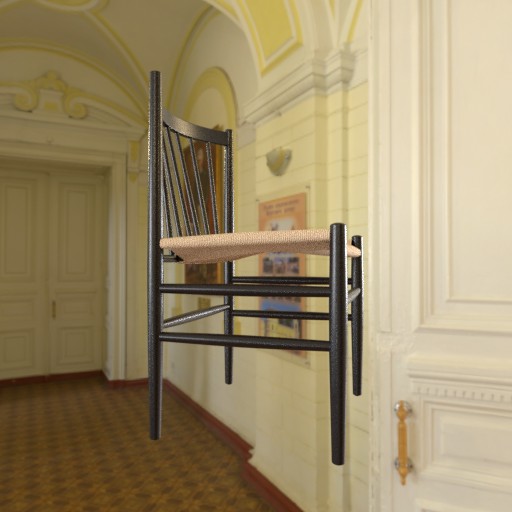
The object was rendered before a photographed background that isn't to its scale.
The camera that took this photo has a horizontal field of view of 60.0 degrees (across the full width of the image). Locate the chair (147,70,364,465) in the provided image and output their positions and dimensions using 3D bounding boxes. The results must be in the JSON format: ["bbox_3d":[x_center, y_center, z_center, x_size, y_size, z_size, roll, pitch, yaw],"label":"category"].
[{"bbox_3d":[0.000,0.000,1.156,0.516,0.818,0.495,0,-1,17],"label":"chair"}]
